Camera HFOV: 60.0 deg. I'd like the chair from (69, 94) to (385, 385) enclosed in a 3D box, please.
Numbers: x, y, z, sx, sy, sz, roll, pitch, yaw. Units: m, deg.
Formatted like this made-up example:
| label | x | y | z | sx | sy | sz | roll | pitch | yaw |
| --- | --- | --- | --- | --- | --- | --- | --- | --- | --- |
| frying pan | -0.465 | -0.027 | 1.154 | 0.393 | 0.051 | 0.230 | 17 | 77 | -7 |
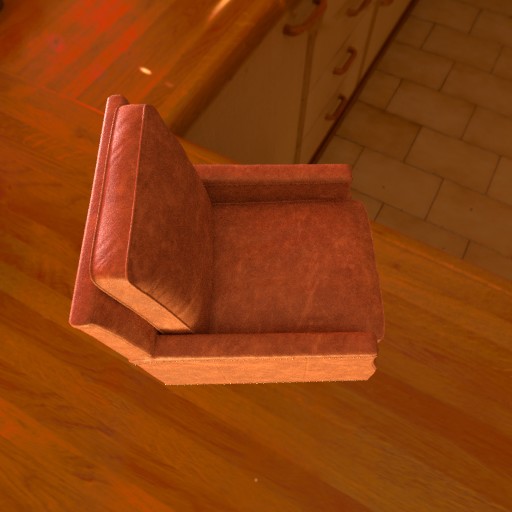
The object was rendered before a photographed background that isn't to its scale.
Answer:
| label | x | y | z | sx | sy | sz | roll | pitch | yaw |
| --- | --- | --- | --- | --- | --- | --- | --- | --- | --- |
| chair | 0.000 | 0.000 | 1.780 | 1.035 | 1.054 | 0.854 | -1 | 63 | -1 |
